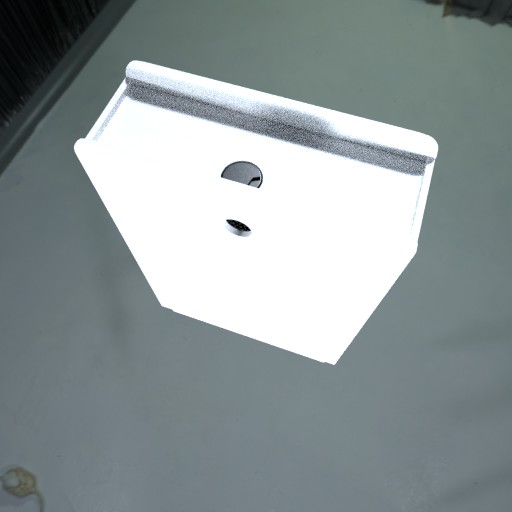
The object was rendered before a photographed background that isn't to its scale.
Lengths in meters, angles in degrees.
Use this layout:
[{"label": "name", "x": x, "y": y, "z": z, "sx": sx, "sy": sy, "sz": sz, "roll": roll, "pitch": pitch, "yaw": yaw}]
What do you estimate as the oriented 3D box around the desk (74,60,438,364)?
[{"label": "desk", "x": 0.000, "y": 0.000, "z": 1.520, "sx": 0.795, "sy": 1.190, "sz": 0.278, "roll": 17, "pitch": 65, "yaw": 8}]
